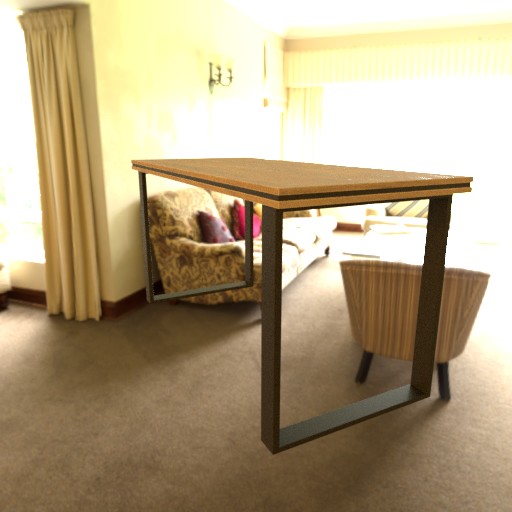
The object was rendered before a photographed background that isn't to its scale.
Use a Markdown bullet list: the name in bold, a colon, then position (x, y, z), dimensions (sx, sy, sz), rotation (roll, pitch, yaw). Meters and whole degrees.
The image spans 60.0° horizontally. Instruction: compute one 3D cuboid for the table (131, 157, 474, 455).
- **table**: position (0.000, 0.000, 2.252), dimensions (0.795, 0.899, 1.778), rotation (-8, 17, -27)
